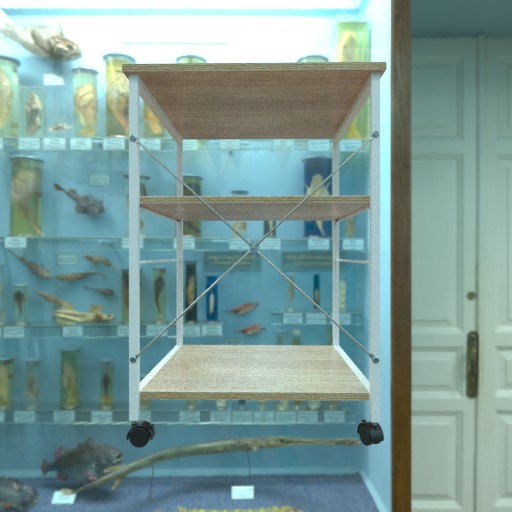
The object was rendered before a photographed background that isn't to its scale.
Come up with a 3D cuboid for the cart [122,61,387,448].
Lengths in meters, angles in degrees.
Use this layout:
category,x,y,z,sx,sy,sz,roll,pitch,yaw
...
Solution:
category,x,y,z,sx,sy,sz,roll,pitch,yaw
cart,0.000,0.000,1.131,0.521,0.762,0.520,0,0,1
